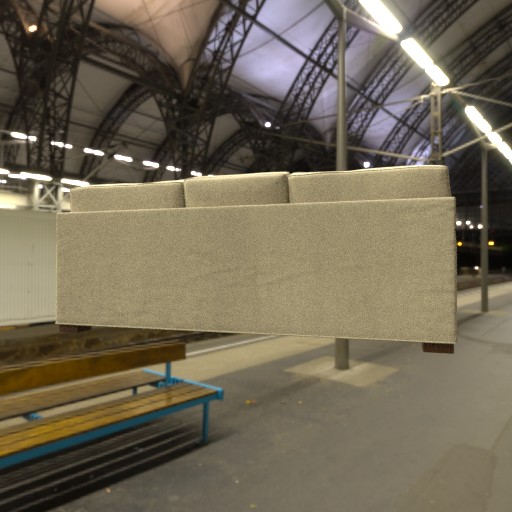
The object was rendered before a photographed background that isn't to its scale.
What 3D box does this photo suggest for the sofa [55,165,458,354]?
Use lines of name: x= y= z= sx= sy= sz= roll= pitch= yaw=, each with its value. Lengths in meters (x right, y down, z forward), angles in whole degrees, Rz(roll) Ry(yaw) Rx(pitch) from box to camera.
sofa: x=0.000 y=0.000 z=2.633 sx=2.093 sy=0.862 sz=0.936 roll=0 pitch=-1 yaw=17
